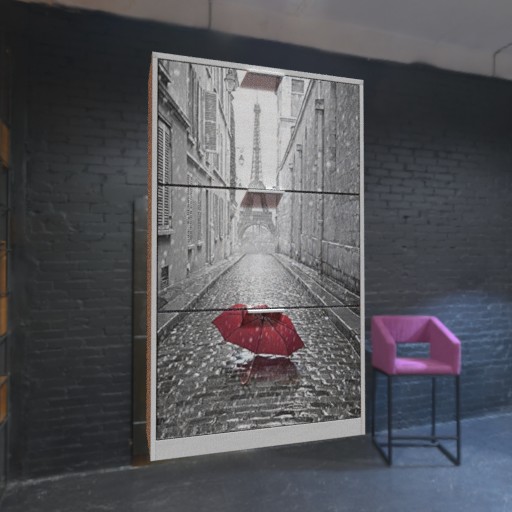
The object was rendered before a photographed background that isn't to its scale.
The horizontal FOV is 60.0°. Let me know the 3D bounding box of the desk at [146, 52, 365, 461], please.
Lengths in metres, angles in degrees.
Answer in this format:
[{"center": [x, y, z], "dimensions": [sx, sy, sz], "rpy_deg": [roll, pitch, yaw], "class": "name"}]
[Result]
[{"center": [0.000, 0.000, 1.600], "dimensions": [0.750, 1.280, 0.250], "rpy_deg": [0, -1, -17], "class": "desk"}]
